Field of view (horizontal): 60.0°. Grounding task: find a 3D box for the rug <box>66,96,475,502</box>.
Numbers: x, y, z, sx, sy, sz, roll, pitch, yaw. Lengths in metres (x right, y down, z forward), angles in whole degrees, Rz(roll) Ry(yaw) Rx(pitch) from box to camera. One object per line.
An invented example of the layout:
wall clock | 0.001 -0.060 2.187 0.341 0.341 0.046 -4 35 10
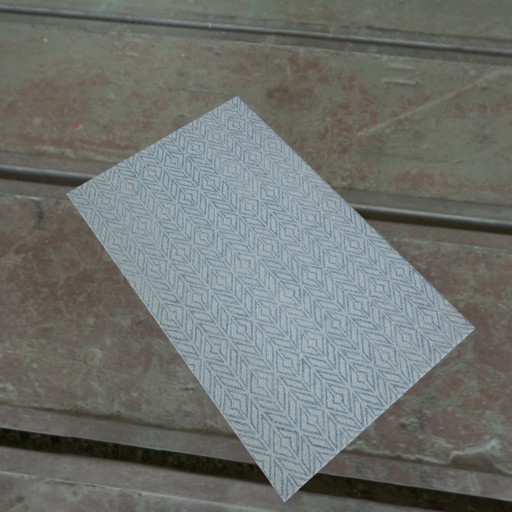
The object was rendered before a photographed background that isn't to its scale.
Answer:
rug | 0.000 0.000 2.946 1.526 0.008 2.441 -35 69 -16
